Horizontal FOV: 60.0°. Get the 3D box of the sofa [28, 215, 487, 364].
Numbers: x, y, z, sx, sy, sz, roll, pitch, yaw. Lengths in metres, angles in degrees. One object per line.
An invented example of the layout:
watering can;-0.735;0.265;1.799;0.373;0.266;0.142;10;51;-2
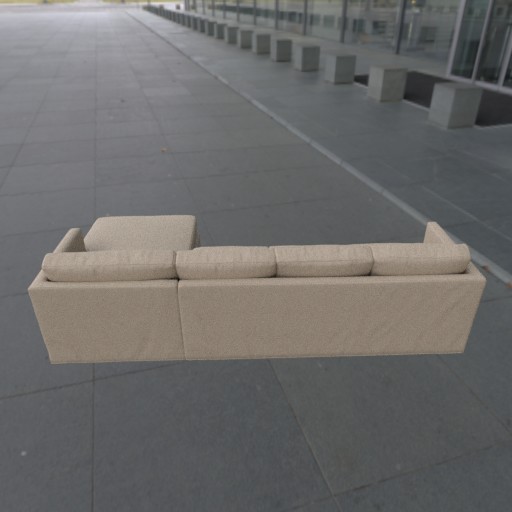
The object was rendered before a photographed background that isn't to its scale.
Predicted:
sofa;0.000;0.000;3.855;3.177;0.867;1.622;-1;31;-2
